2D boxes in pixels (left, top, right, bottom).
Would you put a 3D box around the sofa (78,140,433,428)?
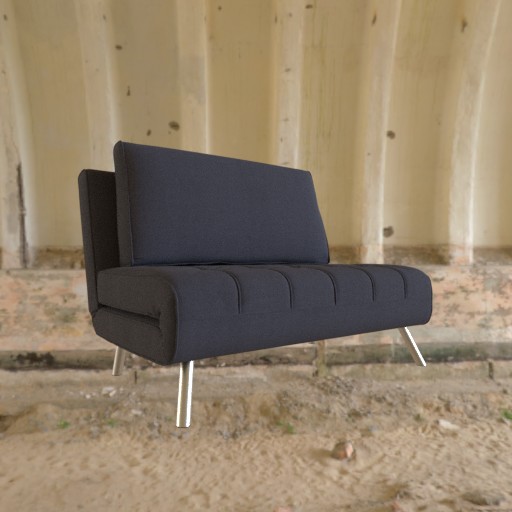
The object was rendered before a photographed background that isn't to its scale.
[{"bbox_3d":[0.000,0.000,1.861,1.220,0.910,0.910,0,0,-37],"label":"sofa"}]
